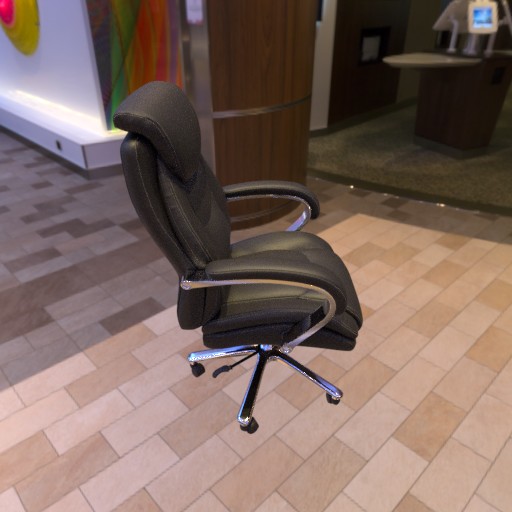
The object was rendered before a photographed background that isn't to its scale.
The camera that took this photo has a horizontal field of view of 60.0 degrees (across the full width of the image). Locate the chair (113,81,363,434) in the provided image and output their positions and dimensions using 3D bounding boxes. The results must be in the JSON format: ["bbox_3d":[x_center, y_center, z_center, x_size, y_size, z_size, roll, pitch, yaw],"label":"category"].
[{"bbox_3d":[0.000,0.000,1.668,0.790,1.183,0.755,0,30,0],"label":"chair"}]
